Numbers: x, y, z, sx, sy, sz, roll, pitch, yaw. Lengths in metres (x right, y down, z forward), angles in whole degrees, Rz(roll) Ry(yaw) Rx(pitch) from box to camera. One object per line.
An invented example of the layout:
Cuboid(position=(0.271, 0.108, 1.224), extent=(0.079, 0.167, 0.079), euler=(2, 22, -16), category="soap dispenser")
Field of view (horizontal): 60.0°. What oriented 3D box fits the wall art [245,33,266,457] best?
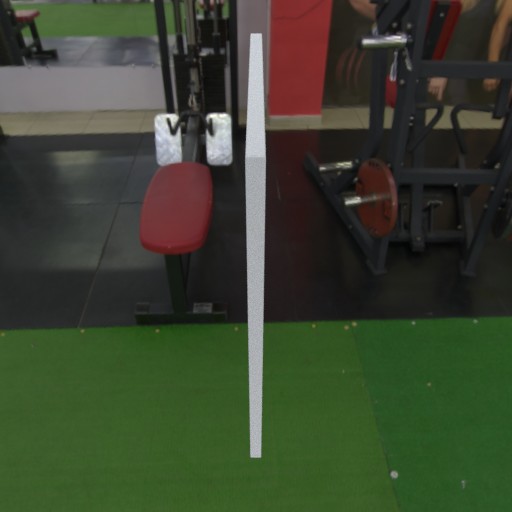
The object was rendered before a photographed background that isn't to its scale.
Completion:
Cuboid(position=(0.000, 0.000, 0.606), extent=(0.015, 0.477, 0.332), euler=(0, 41, 0), category="wall art")
